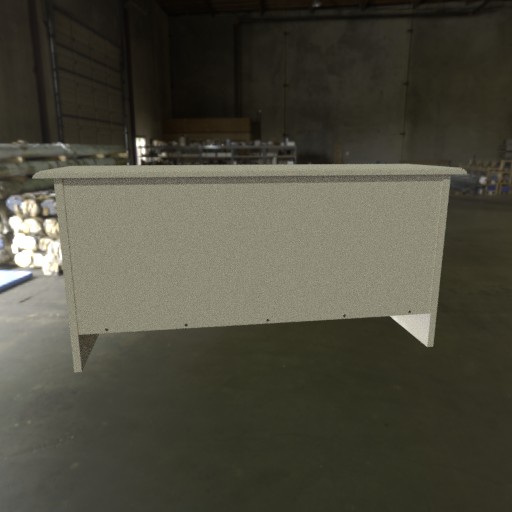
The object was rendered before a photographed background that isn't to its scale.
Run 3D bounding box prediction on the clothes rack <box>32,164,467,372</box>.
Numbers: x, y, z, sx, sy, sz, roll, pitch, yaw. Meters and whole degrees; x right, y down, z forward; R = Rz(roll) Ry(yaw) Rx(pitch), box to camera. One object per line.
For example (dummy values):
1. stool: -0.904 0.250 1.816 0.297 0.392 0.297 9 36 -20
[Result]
1. clothes rack: 0.000 0.000 1.345 1.120 0.531 0.324 -2 14 -9
